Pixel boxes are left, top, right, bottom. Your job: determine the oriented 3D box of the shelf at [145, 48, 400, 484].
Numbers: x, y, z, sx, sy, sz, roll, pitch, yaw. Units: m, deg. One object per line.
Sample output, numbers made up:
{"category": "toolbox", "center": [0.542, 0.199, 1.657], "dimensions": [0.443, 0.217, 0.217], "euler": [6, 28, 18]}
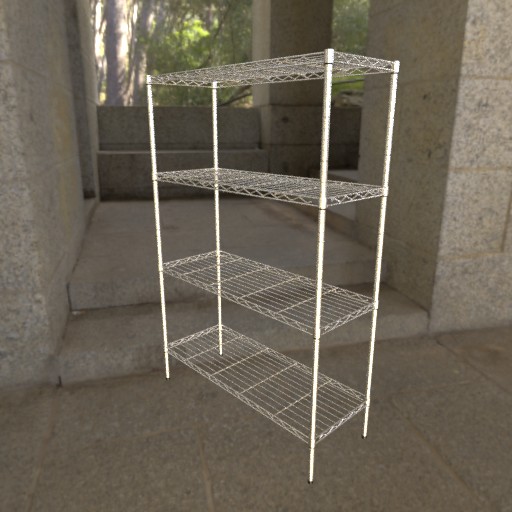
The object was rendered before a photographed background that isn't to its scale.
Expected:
{"category": "shelf", "center": [0.000, 0.000, 1.737], "dimensions": [0.352, 1.360, 0.907], "euler": [-15, 22, -41]}
